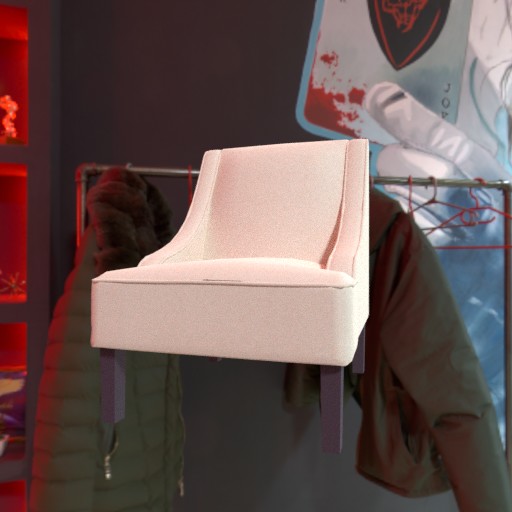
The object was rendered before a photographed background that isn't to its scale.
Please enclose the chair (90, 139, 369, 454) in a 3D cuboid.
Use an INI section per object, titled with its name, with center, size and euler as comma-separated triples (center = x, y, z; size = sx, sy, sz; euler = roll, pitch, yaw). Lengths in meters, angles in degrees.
[chair]
center = 0.000, 0.000, 1.440
size = 0.689, 0.886, 0.806
euler = 0, 0, 18
